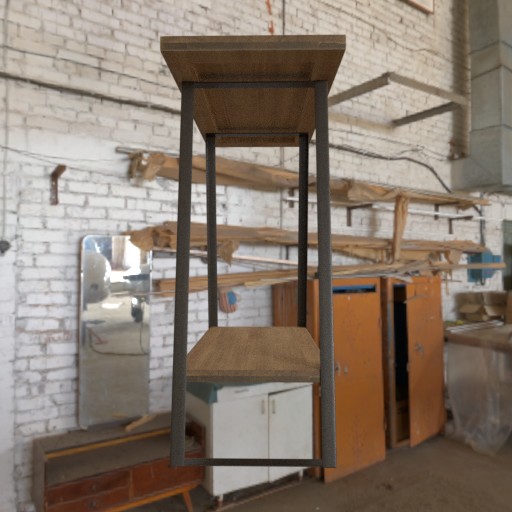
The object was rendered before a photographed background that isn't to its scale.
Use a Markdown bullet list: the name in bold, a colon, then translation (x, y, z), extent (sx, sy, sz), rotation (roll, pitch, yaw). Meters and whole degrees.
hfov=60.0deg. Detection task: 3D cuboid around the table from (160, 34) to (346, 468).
- **table**: translation (0.000, 0.000, 1.006), extent (0.300, 0.701, 0.599), rotation (0, -1, 1)
